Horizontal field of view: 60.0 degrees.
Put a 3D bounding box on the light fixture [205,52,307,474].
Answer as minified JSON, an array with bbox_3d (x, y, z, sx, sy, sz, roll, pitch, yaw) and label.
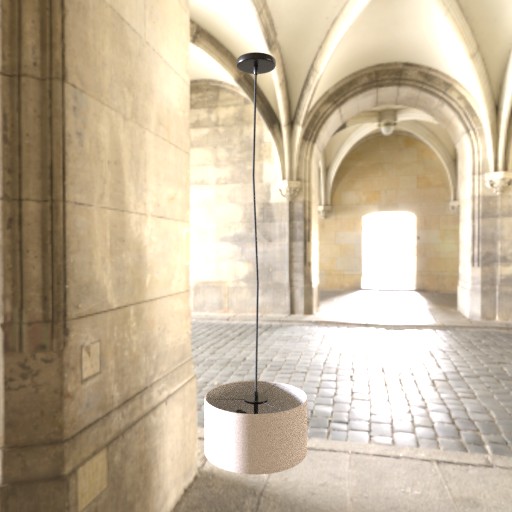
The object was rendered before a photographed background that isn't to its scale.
[{"bbox_3d":[0.000,0.000,1.731,0.399,1.516,0.399,0,1,0],"label":"light fixture"}]
